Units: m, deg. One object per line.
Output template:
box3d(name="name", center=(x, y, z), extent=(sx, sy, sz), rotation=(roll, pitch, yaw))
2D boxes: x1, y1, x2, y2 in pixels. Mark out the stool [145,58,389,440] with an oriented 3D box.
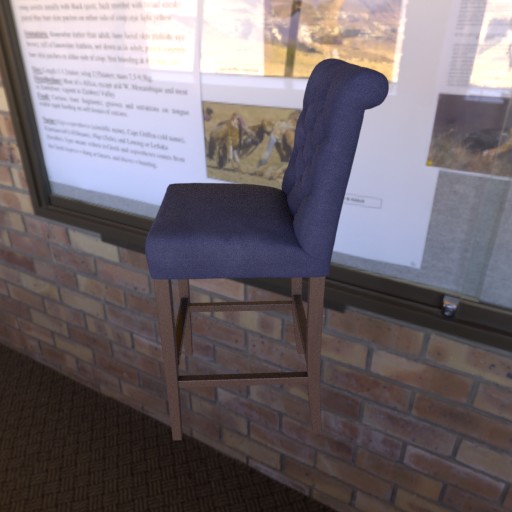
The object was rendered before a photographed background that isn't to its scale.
box3d(name="stool", center=(0.000, 0.000, 1.425), extent=(0.601, 1.140, 0.493), rotation=(-1, 27, -2))
